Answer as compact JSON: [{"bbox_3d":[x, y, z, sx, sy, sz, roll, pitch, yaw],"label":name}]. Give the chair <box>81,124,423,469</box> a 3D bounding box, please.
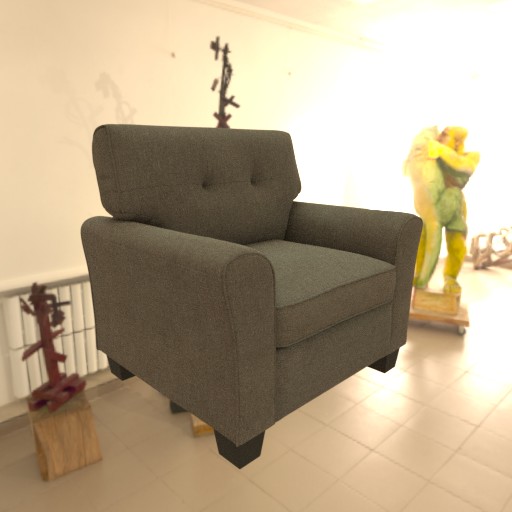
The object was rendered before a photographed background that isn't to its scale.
[{"bbox_3d":[0.000,0.000,1.570,0.941,0.890,0.816,-13,19,-43],"label":"chair"}]
